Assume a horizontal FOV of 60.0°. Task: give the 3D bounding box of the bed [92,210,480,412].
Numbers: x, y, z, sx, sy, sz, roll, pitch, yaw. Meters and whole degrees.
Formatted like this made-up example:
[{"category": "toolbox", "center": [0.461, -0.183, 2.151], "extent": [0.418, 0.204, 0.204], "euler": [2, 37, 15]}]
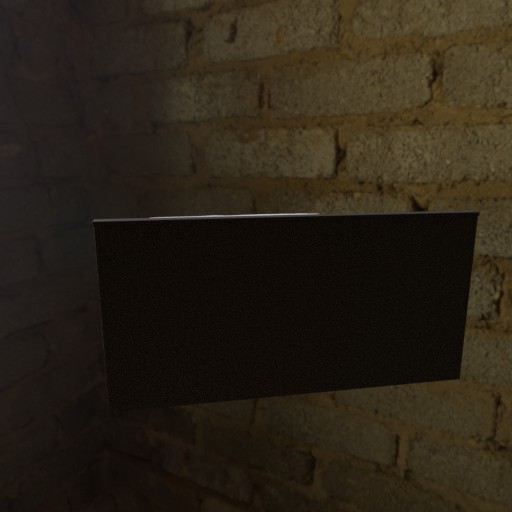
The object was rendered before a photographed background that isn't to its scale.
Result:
[{"category": "bed", "center": [0.000, 0.000, 2.917], "extent": [1.634, 0.808, 2.103], "euler": [-2, 13, -10]}]
